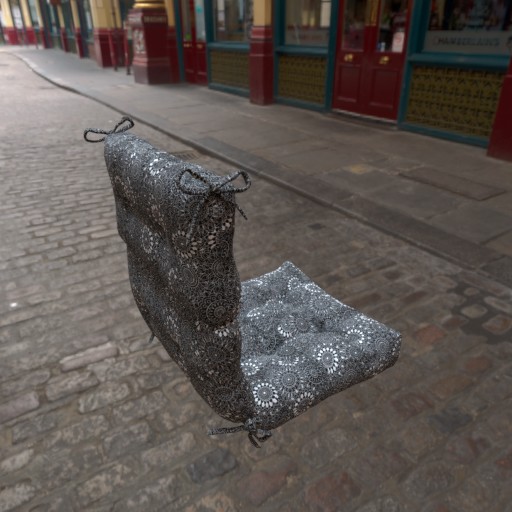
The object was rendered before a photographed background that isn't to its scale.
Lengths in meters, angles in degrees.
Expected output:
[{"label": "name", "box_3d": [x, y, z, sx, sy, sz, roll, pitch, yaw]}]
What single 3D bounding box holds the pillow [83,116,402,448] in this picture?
[{"label": "pillow", "box_3d": [0.000, 0.000, 1.027, 0.571, 0.605, 0.519, -16, 31, -30]}]
